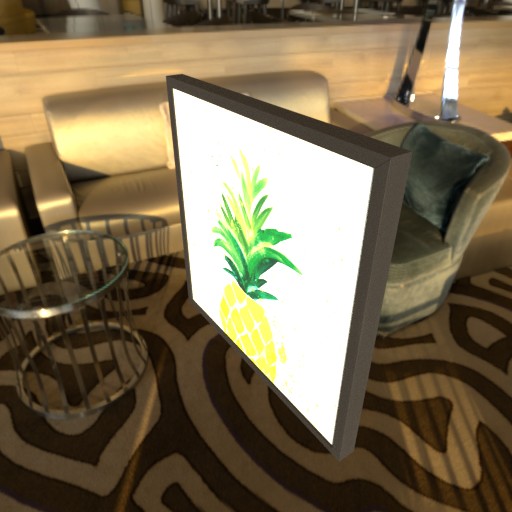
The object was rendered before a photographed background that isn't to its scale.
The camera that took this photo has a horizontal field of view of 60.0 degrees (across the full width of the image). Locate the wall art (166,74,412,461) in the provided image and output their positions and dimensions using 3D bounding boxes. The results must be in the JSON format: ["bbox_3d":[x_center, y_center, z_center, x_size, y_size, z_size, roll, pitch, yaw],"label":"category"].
[{"bbox_3d":[0.000,0.000,0.757,0.033,0.507,0.508,-21,38,-29],"label":"wall art"}]
